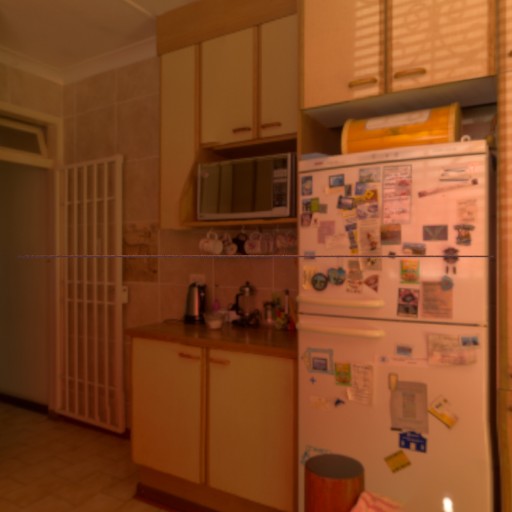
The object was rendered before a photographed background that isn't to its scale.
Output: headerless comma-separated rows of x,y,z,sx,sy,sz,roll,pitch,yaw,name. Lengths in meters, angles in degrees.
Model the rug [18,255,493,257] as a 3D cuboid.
0.000,0.000,3.731,2.940,0.011,2.053,0,0,1,rug
